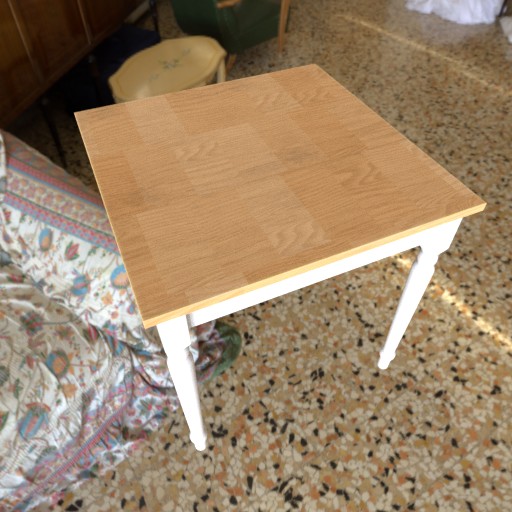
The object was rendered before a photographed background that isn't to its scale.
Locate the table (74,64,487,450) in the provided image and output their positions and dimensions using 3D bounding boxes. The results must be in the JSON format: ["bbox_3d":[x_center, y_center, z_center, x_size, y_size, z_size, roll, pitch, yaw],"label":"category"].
[{"bbox_3d":[0.000,0.000,1.344,0.747,0.738,0.747,-18,50,-16],"label":"table"}]
